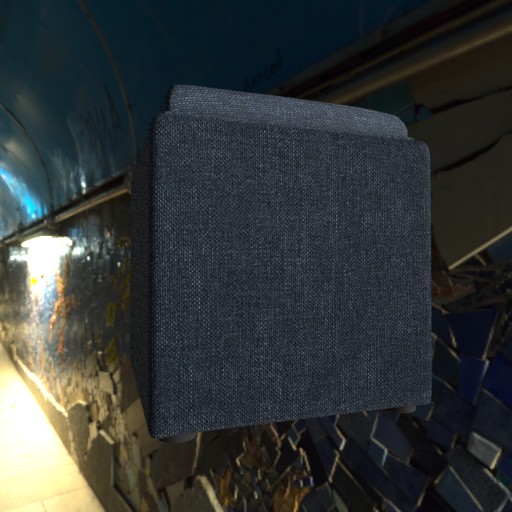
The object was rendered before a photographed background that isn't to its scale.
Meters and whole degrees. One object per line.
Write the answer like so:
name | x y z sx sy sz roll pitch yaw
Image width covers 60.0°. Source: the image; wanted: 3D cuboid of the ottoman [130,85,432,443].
ottoman | 0.000 0.000 0.839 0.436 0.493 0.454 0 -1 -19
